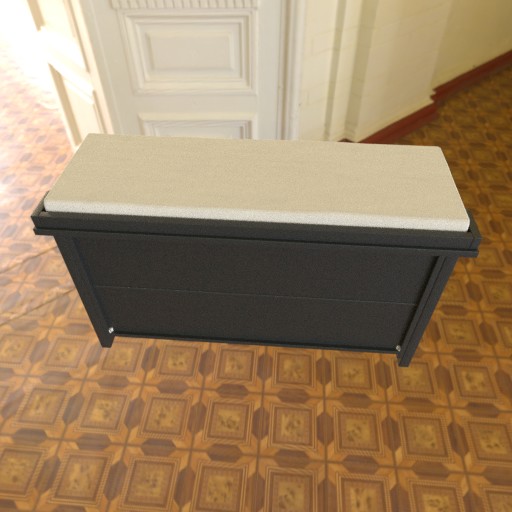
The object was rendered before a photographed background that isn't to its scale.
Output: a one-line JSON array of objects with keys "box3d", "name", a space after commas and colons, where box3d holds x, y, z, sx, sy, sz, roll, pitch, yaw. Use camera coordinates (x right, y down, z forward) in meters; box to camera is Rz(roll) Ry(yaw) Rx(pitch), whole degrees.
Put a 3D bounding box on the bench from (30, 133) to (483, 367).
[{"box3d": [0.000, 0.000, 1.238, 0.973, 0.561, 0.345, 3, 45, 3], "name": "bench"}]
